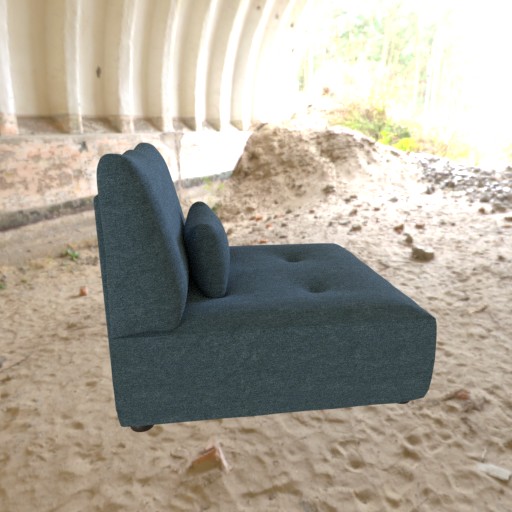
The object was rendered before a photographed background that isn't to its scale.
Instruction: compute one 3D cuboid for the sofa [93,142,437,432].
[{"bbox_3d":[0.000,0.000,1.697,1.000,0.820,0.930,-2,16,-8],"label":"sofa"}]
